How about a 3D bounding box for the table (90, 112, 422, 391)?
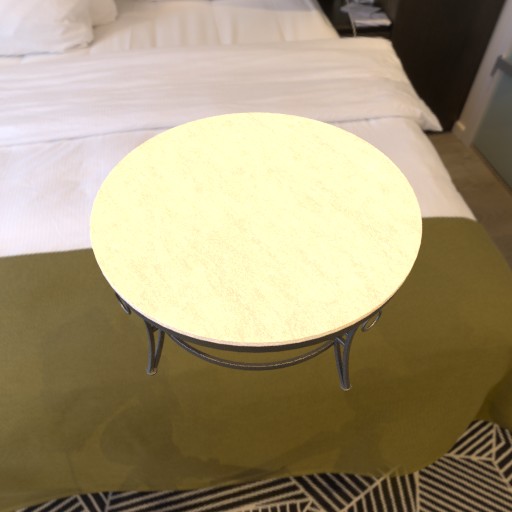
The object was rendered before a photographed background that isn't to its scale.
[{"bbox_3d":[0.000,0.000,1.398,0.889,0.470,0.889,0,49,0],"label":"table"}]
